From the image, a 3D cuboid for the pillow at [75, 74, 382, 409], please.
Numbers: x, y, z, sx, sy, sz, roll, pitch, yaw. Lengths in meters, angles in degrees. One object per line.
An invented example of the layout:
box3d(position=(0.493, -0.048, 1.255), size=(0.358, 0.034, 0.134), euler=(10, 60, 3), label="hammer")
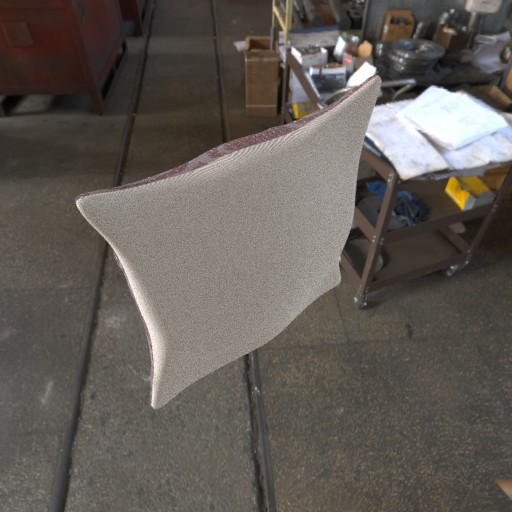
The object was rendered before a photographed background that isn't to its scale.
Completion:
box3d(position=(0.000, 0.000, 0.783), size=(0.514, 0.513, 0.163), euler=(-30, 53, -26), label="pillow")
